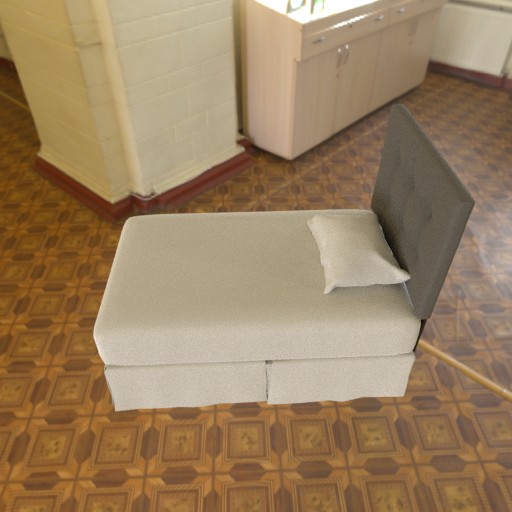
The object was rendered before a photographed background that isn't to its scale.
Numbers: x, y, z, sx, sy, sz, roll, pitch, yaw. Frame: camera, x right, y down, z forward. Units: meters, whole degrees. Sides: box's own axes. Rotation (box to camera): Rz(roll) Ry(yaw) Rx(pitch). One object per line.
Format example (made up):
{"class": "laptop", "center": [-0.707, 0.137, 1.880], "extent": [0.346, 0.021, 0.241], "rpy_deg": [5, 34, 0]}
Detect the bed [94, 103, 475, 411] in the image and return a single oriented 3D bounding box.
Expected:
{"class": "bed", "center": [0.000, 0.000, 2.921], "extent": [1.997, 1.571, 1.261], "rpy_deg": [-2, 41, -2]}
